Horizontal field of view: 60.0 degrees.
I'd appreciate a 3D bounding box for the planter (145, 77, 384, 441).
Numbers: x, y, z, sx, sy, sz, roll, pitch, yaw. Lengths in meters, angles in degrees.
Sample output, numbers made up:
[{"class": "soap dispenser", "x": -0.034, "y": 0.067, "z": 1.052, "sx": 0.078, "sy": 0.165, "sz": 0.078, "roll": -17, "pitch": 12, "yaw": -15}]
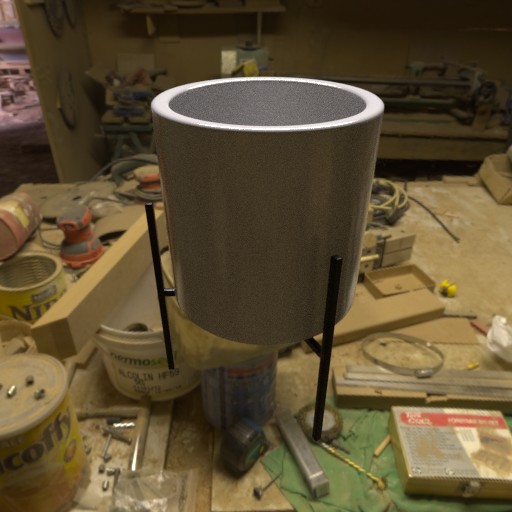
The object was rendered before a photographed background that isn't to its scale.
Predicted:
[{"class": "planter", "x": 0.000, "y": 0.000, "z": 0.515, "sx": 0.239, "sy": 0.356, "sz": 0.239, "roll": 0, "pitch": 32, "yaw": -1}]
